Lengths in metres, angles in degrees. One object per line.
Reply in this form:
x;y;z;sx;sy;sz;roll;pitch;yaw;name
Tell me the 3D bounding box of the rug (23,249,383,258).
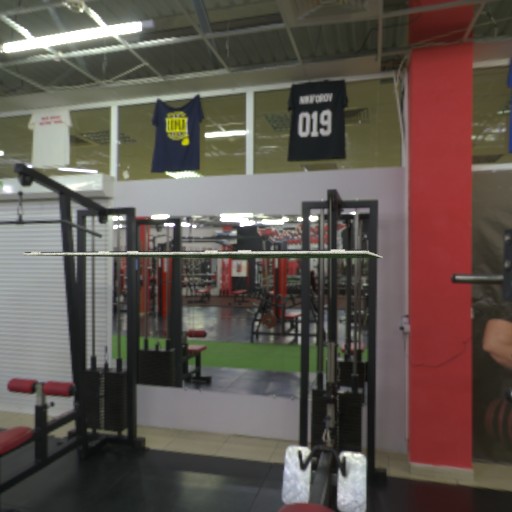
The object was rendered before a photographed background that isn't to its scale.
0.000;0.000;2.916;1.555;0.016;2.286;0;-1;17;rug
